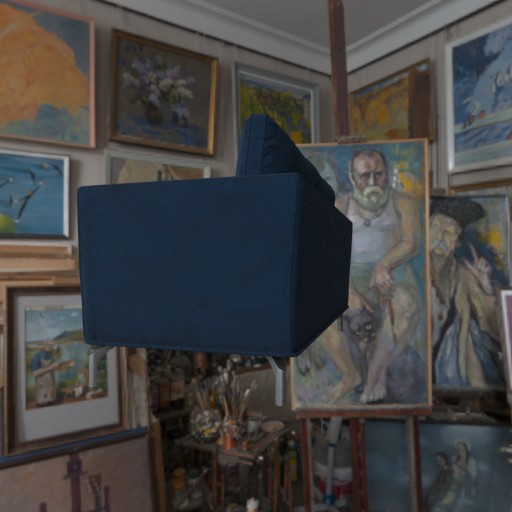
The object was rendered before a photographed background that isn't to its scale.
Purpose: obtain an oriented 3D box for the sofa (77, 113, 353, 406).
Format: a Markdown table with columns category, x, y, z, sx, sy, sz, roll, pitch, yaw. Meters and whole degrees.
| category | x | y | z | sx | sy | sz | roll | pitch | yaw |
| --- | --- | --- | --- | --- | --- | --- | --- | --- | --- |
| sofa | 0.000 | 0.000 | 2.344 | 0.853 | 1.002 | 1.770 | 0 | -1 | 17 |
